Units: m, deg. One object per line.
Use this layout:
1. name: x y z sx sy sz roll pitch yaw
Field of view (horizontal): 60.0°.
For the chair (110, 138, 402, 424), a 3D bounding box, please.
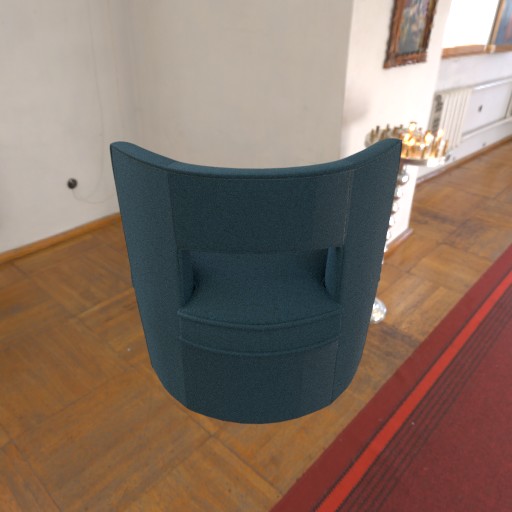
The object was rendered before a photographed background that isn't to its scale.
1. chair: 0.000 0.000 1.228 0.684 0.711 0.660 -1 31 -2
